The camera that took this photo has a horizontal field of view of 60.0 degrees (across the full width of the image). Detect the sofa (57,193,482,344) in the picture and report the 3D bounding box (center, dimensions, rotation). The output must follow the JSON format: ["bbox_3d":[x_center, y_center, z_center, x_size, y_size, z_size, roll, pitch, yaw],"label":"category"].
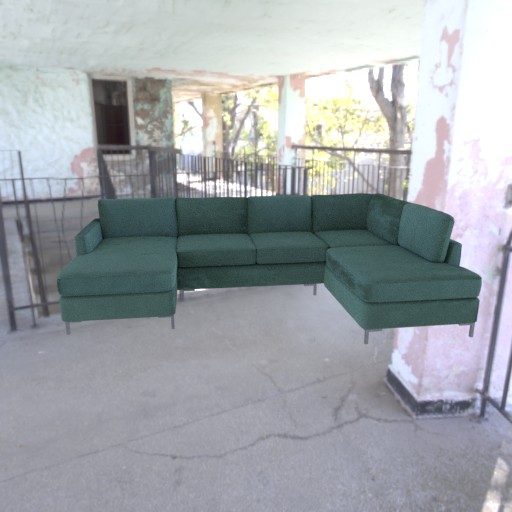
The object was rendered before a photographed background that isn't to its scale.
[{"bbox_3d":[0.000,0.000,4.300,3.434,0.992,2.055,-2,15,-8],"label":"sofa"}]
